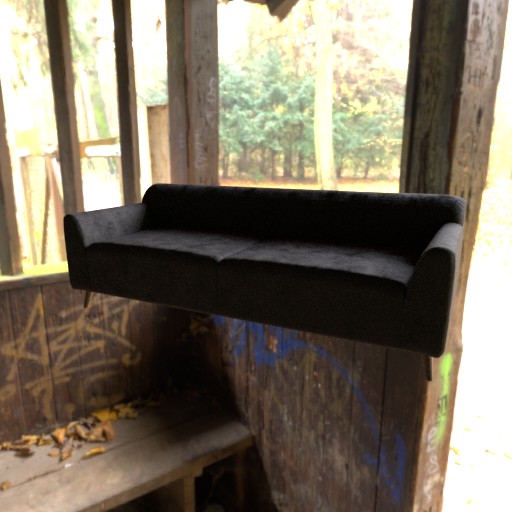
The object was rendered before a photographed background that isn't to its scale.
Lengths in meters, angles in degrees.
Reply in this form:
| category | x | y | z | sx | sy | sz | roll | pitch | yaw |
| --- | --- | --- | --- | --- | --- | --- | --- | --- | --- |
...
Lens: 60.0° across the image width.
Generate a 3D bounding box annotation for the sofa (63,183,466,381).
| category | x | y | z | sx | sy | sz | roll | pitch | yaw |
| --- | --- | --- | --- | --- | --- | --- | --- | --- | --- |
| sofa | 0.000 | 0.000 | 2.636 | 2.190 | 0.740 | 0.900 | 7 | 15 | 26 |
